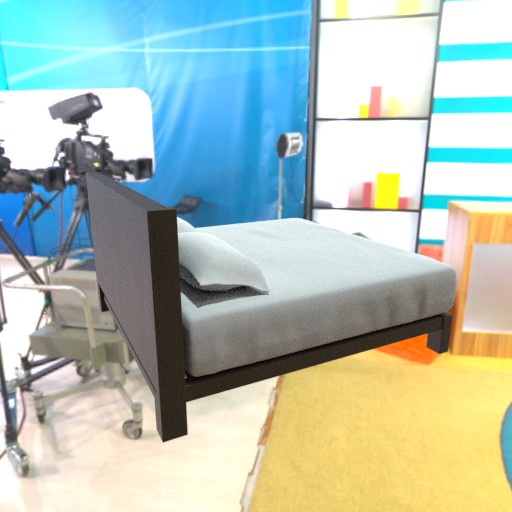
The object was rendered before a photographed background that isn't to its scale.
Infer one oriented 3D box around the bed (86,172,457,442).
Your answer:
[{"bbox_3d":[0.000,0.000,3.619,2.238,1.261,2.143,-8,18,-26],"label":"bed"}]
